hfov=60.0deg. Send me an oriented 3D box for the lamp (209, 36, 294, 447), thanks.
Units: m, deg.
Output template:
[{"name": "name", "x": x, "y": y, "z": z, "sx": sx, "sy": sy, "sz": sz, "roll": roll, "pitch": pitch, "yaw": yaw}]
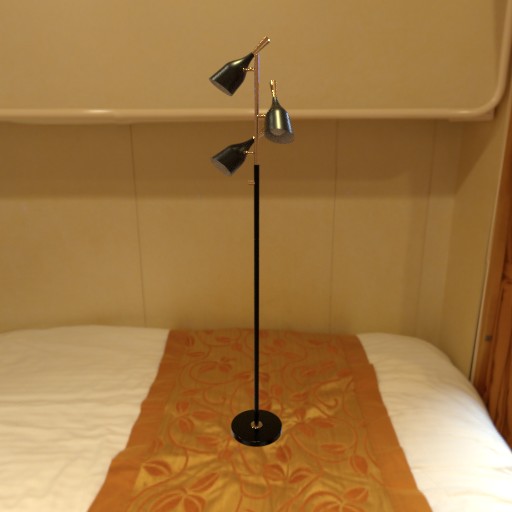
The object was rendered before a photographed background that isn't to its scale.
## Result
[{"name": "lamp", "x": 0.000, "y": 0.000, "z": 1.943, "sx": 0.434, "sy": 1.778, "sz": 0.253, "roll": 15, "pitch": 22, "yaw": 42}]
